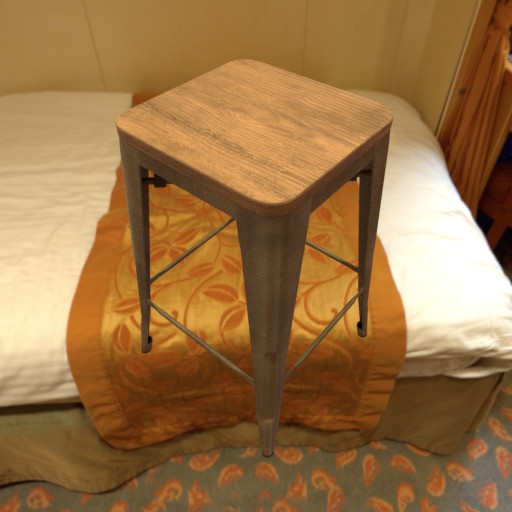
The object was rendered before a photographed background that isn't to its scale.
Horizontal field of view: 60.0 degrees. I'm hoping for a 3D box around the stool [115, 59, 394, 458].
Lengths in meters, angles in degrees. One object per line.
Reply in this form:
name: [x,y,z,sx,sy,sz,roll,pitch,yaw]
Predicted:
stool: [0.000,0.000,0.885,0.407,0.607,0.407,31,53,27]
